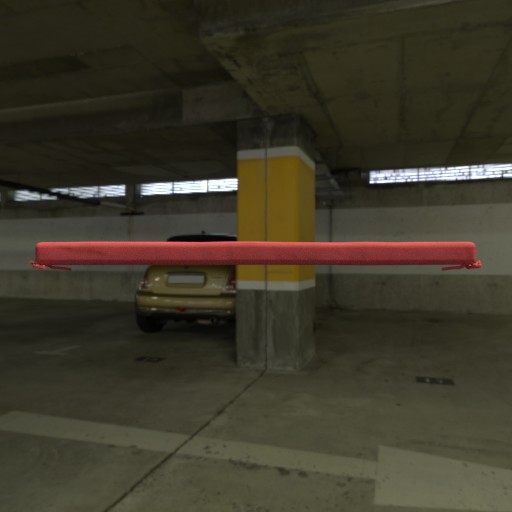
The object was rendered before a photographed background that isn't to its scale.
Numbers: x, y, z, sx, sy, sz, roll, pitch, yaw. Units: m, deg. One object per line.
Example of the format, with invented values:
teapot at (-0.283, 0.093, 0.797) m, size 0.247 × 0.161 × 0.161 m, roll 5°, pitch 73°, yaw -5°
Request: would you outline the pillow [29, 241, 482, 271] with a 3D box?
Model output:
pillow at (0.000, 0.000, 1.344) m, size 1.187 × 0.081 × 0.492 m, roll 0°, pitch 0°, yaw -1°
